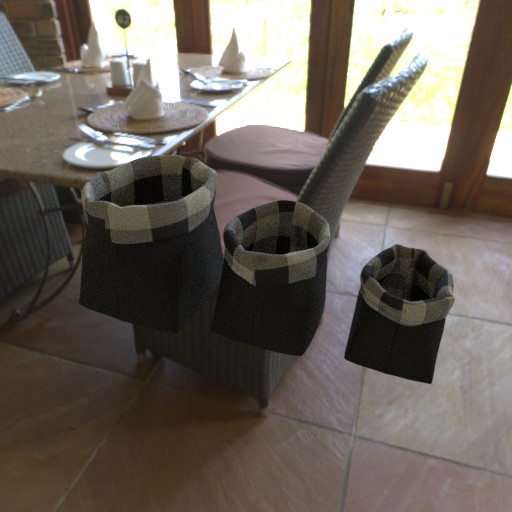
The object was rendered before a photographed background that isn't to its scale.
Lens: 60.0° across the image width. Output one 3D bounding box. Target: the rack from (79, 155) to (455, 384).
[{"bbox_3d":[0.000,0.000,1.076,0.889,0.329,0.370,12,33,18],"label":"rack"}]
